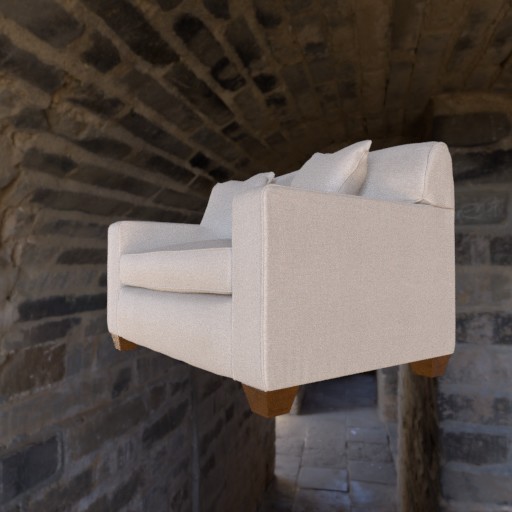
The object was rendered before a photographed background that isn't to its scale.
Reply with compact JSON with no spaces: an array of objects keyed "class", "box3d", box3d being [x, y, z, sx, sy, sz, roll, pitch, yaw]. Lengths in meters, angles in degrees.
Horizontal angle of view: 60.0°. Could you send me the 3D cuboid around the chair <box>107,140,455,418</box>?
[{"class":"chair","box3d":[0.000,0.000,2.025,1.000,0.948,1.383,1,-2,-36]}]
